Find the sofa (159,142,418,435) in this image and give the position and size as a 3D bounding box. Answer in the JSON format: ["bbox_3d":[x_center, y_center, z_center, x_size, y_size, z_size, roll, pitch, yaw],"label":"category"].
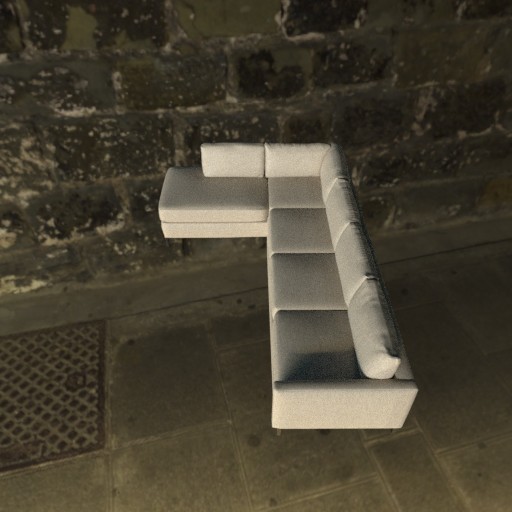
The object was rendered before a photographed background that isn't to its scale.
[{"bbox_3d":[0.000,0.000,3.221,1.617,0.703,2.423,0,42,0],"label":"sofa"}]
